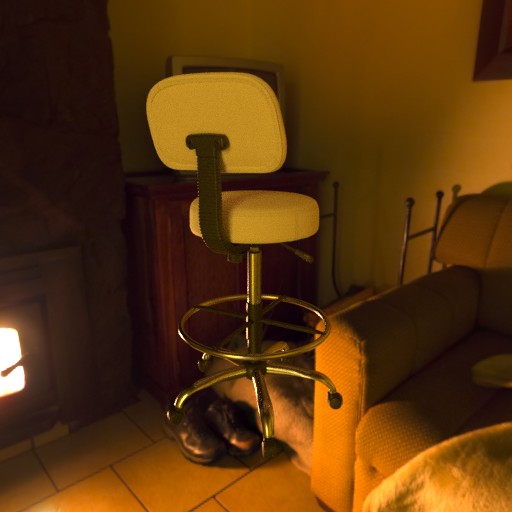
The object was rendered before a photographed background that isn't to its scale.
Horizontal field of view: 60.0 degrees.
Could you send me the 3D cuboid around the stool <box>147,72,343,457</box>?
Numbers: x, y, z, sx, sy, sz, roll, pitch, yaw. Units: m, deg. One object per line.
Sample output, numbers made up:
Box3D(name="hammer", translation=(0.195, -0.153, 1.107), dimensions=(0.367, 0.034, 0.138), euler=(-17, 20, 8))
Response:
Box3D(name="stool", translation=(0.000, 0.000, 1.486), dimensions=(0.609, 1.080, 0.616), euler=(8, 17, 27))
